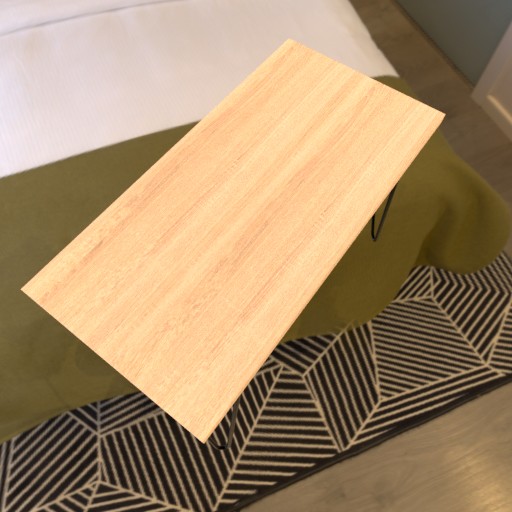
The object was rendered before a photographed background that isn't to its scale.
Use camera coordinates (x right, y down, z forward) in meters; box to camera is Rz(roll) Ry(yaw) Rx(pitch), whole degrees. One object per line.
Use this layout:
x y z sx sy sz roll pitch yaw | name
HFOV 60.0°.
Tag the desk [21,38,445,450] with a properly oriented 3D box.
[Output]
0.000 0.000 1.341 0.499 0.660 0.991 34 68 16 | desk
